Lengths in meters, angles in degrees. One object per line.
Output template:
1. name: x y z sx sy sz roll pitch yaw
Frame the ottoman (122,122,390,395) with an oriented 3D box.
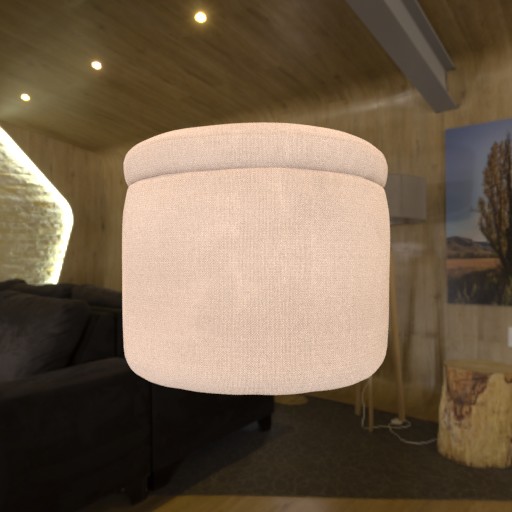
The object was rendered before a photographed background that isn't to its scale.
1. ottoman: 0.000 0.000 0.860 0.497 0.409 0.497 0 -1 0
